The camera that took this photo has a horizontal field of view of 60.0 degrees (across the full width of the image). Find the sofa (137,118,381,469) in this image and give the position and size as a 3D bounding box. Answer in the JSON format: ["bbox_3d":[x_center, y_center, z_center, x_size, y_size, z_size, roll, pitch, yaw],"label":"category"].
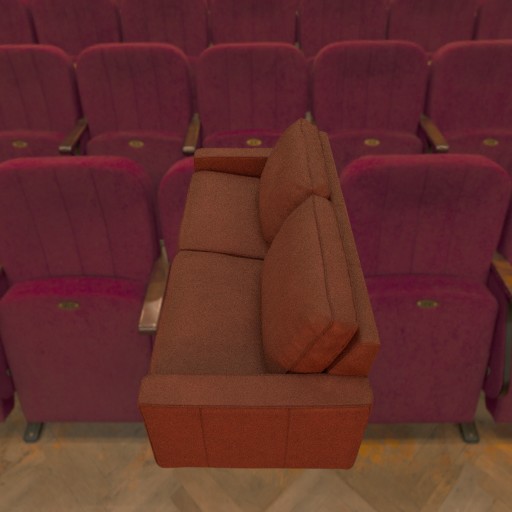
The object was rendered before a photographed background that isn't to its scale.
[{"bbox_3d":[0.000,0.000,2.524,0.940,0.919,2.080,0,41,0],"label":"sofa"}]
